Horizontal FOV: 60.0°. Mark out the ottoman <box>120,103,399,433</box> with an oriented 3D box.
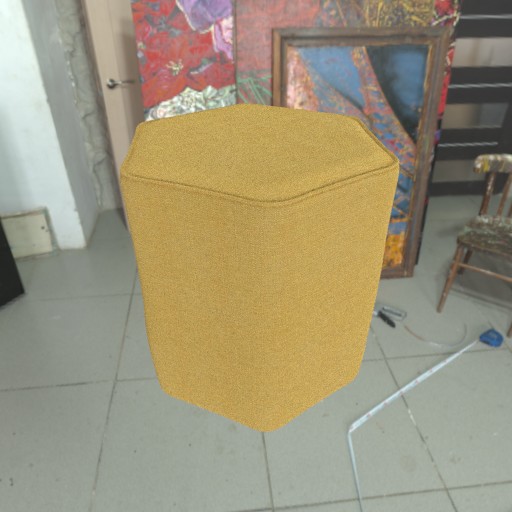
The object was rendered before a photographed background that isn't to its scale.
[{"bbox_3d":[0.000,0.000,0.901,0.494,0.502,0.443,-22,39,-29],"label":"ottoman"}]
